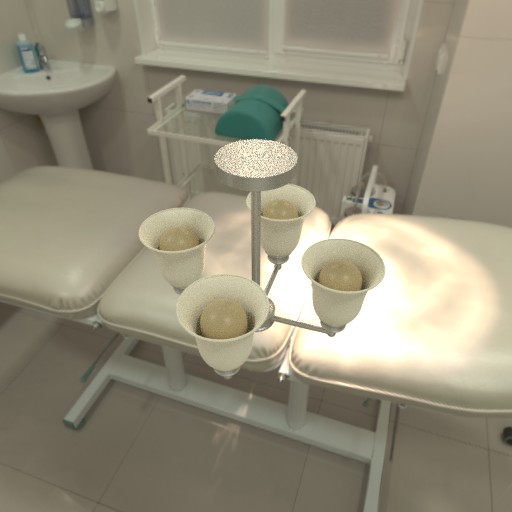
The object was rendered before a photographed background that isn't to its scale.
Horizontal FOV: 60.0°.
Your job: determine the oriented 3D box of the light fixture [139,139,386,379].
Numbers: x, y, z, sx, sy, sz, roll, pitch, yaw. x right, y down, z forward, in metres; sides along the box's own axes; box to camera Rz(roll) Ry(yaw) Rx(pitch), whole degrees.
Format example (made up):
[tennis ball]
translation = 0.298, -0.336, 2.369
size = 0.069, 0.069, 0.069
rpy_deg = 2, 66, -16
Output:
[light fixture]
translation = 0.000, 0.000, 0.759
size = 0.427, 0.370, 0.427
rpy_deg = 12, 41, 15
